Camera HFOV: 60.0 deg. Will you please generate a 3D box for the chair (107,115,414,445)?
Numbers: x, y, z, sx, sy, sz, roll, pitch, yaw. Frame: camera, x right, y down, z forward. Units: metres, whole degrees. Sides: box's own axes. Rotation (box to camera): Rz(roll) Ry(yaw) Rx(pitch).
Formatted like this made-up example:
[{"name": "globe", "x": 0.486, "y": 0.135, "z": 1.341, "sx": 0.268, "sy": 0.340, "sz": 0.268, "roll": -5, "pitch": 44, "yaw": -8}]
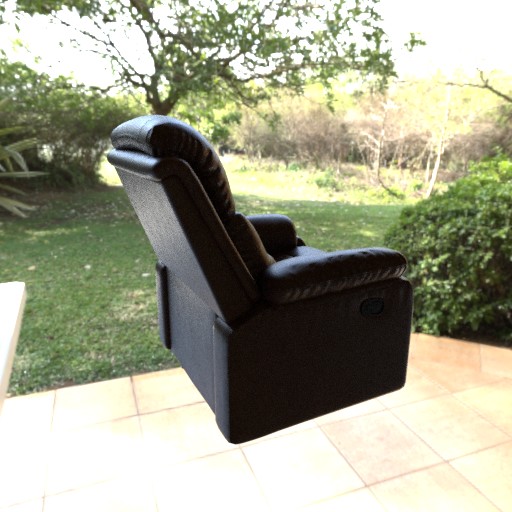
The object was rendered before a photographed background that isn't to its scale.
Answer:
[{"name": "chair", "x": 0.000, "y": 0.000, "z": 1.655, "sx": 0.919, "sy": 0.992, "sz": 0.855, "roll": -8, "pitch": 17, "yaw": -26}]
